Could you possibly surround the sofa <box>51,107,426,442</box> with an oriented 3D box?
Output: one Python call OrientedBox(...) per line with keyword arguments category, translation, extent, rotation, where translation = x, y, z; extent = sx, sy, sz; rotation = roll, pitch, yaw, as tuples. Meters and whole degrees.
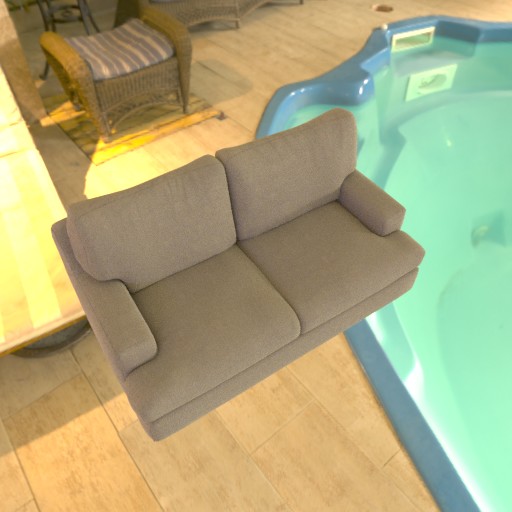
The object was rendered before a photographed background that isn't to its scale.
OrientedBox(category="sofa", translation=(0.000, 0.000, 2.471), extent=(1.855, 0.980, 0.962), rotation=(-26, 53, -22))
